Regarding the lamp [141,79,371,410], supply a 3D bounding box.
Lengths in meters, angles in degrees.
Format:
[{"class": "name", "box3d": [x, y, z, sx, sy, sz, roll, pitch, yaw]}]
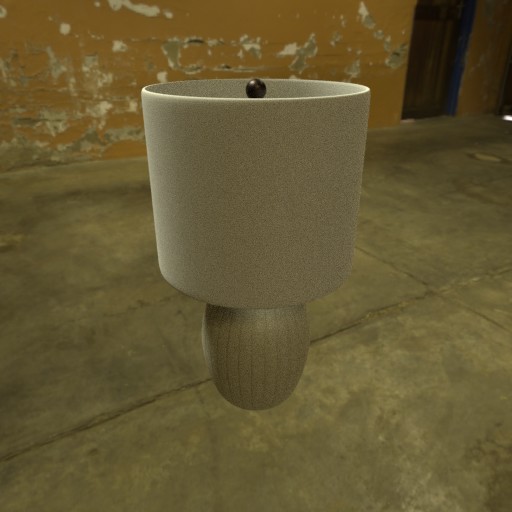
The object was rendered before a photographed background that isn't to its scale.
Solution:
[{"class": "lamp", "box3d": [0.000, 0.000, 0.767, 0.329, 0.570, 0.329, 7, 26, 14]}]
